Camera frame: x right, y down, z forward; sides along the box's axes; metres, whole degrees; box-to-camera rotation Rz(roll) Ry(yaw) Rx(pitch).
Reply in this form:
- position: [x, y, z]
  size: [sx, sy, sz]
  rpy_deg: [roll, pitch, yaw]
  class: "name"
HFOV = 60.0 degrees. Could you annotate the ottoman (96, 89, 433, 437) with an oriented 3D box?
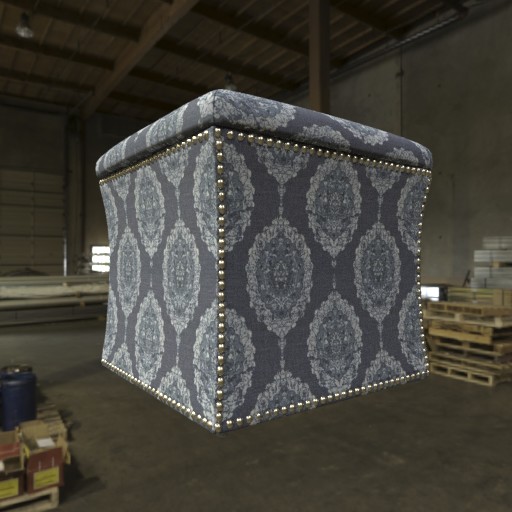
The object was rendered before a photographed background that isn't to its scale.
- position: [0.000, 0.000, 0.884]
  size: [0.507, 0.475, 0.497]
  rpy_deg: [0, -1, -36]
  class: "ottoman"
